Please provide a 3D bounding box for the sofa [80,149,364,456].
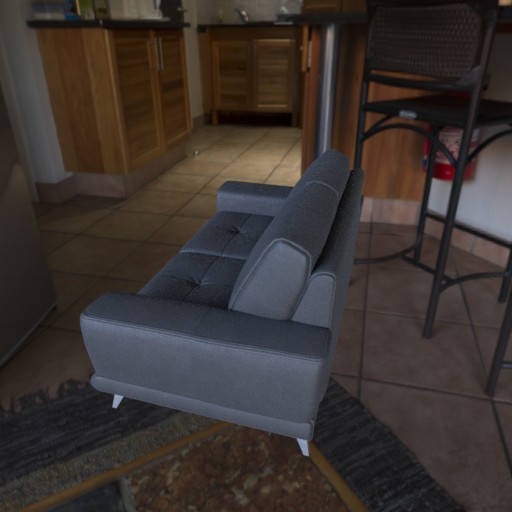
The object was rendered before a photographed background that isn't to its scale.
[{"bbox_3d":[0.000,0.000,2.434,1.018,0.907,1.806,8,29,14],"label":"sofa"}]
